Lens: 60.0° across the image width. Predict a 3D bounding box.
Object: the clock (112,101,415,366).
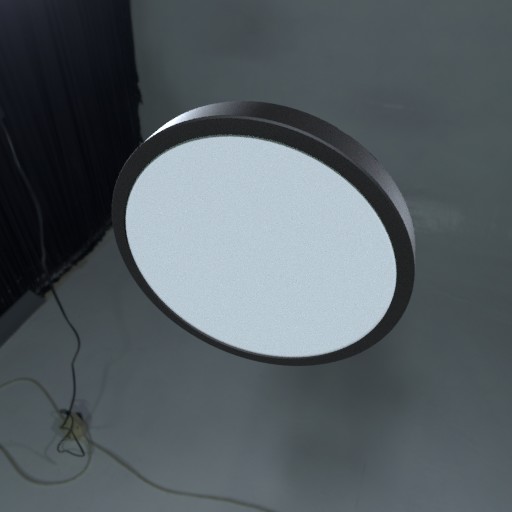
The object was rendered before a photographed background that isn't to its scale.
[{"bbox_3d":[0.000,0.000,0.433,0.293,0.293,0.040,11,41,13],"label":"clock"}]
